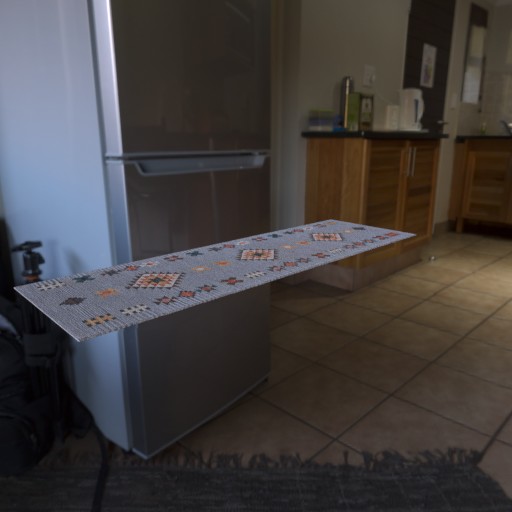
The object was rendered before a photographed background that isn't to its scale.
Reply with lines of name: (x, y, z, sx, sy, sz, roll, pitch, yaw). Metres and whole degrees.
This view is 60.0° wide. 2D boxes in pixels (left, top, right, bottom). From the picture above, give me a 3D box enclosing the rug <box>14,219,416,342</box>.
rug: (0.000, 0.000, 2.634, 2.432, 0.008, 0.766, -14, 21, -41)
